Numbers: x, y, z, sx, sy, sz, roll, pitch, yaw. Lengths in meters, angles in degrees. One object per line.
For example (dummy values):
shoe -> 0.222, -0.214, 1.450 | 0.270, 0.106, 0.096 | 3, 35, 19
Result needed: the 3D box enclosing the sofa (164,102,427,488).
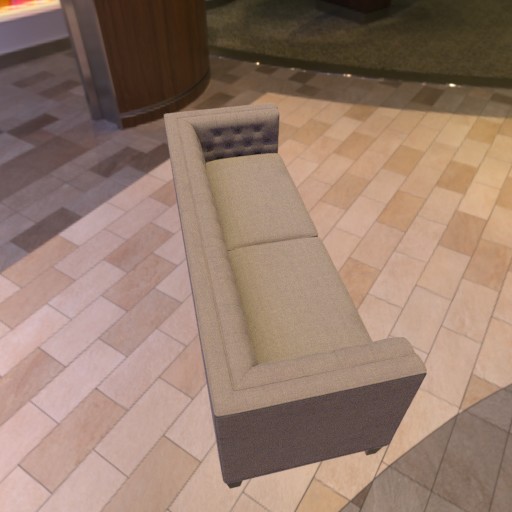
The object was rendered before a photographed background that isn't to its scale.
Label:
sofa -> 0.000, 0.000, 2.517 | 0.775, 0.762, 2.159 | -9, 45, -9
